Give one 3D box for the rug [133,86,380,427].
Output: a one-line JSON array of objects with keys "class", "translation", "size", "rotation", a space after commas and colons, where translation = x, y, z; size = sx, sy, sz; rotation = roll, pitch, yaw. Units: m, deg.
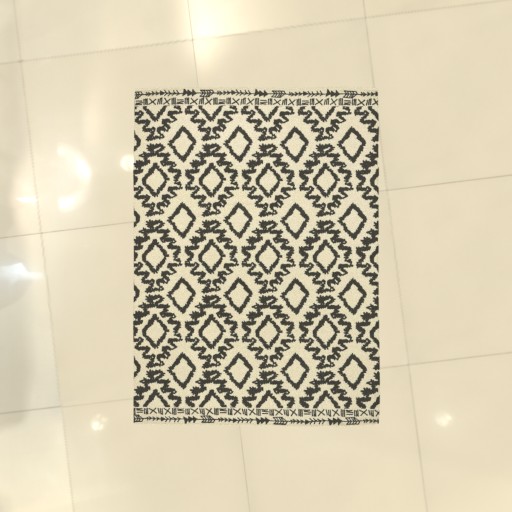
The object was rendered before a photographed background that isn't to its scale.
[{"class": "rug", "translation": [0.000, 0.000, 4.393], "size": [2.444, 0.036, 3.369], "rotation": [0, 89, 0]}]
